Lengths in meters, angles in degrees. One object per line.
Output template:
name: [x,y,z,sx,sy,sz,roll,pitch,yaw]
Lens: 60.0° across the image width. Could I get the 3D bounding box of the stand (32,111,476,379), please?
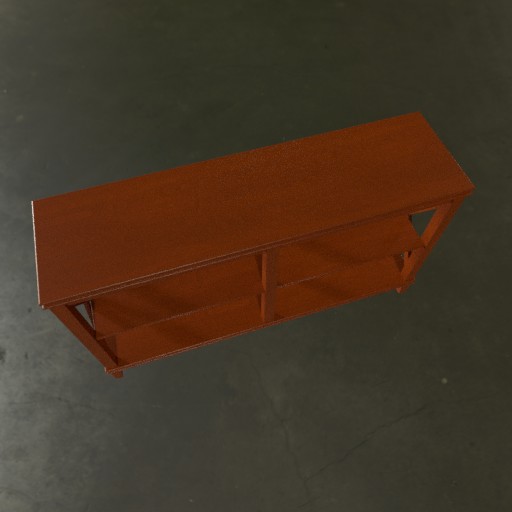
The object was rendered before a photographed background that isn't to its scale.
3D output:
stand: [0.000,0.000,1.742,1.372,0.762,0.381,-15,60,-9]
